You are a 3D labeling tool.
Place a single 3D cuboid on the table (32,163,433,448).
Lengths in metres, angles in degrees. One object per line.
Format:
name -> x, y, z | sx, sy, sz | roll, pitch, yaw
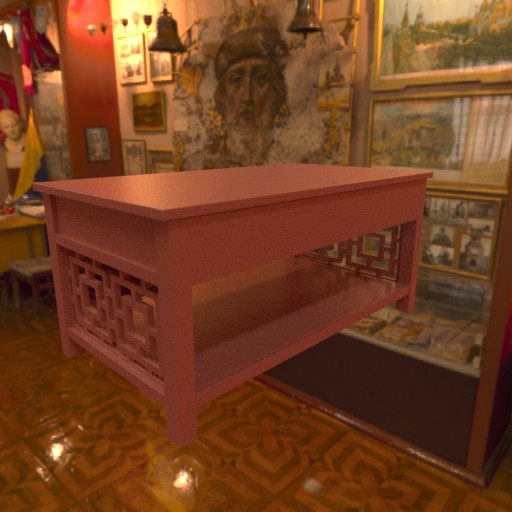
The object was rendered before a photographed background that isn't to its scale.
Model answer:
table -> 0.000, 0.000, 1.389 | 0.612, 0.493, 1.068 | 15, 21, 43
